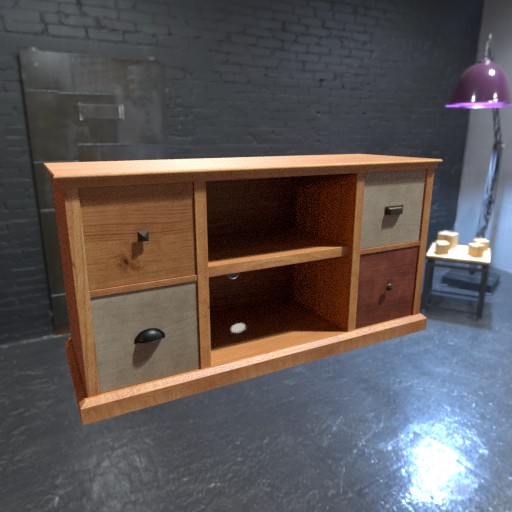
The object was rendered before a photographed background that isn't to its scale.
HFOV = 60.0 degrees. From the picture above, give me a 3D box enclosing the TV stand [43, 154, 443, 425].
[{"bbox_3d":[0.000,0.000,1.449,1.181,0.607,0.417,-8,18,-27],"label":"TV stand"}]
